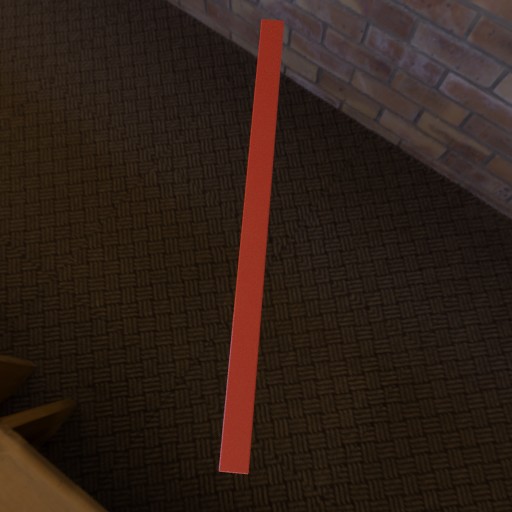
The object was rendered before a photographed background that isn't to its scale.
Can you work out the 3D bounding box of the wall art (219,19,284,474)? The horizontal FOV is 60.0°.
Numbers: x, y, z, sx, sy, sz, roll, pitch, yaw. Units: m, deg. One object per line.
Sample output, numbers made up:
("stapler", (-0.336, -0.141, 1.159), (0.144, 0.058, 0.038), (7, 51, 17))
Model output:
("wall art", (0.000, 0.000, 0.763), (0.033, 0.405, 0.607), (4, 75, 1))
